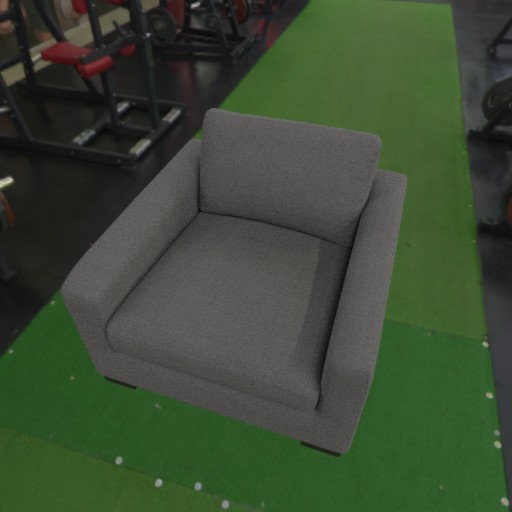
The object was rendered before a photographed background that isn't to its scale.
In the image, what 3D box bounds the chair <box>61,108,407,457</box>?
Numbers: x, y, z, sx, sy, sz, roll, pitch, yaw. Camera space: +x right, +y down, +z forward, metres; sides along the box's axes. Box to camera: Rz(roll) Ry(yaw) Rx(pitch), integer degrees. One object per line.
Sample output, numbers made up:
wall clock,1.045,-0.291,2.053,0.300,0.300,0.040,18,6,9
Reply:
chair,0.000,0.000,1.843,1.070,0.847,1.100,13,44,14
